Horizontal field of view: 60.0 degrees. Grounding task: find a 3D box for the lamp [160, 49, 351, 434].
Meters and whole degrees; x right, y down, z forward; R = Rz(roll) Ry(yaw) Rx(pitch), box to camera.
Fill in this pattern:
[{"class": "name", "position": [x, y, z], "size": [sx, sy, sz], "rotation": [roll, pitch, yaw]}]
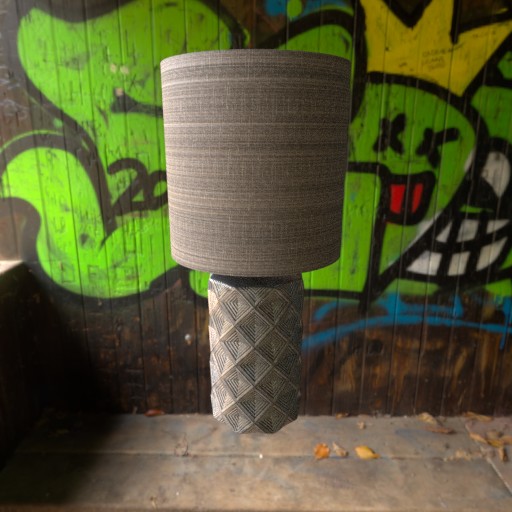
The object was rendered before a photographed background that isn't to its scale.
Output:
[{"class": "lamp", "position": [0.000, 0.000, 0.712], "size": [0.269, 0.566, 0.268], "rotation": [-8, 17, -26]}]
